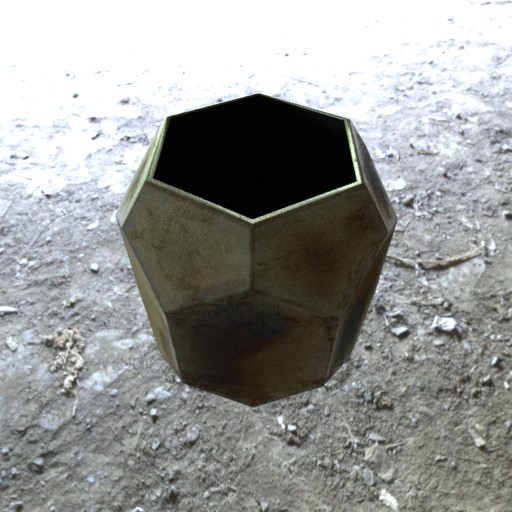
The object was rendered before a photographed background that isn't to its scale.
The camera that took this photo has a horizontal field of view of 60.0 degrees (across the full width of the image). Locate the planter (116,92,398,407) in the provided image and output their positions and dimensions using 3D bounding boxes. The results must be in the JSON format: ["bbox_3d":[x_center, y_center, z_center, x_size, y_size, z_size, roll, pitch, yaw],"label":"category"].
[{"bbox_3d":[0.000,0.000,0.418,0.221,0.238,0.243,24,51,21],"label":"planter"}]
